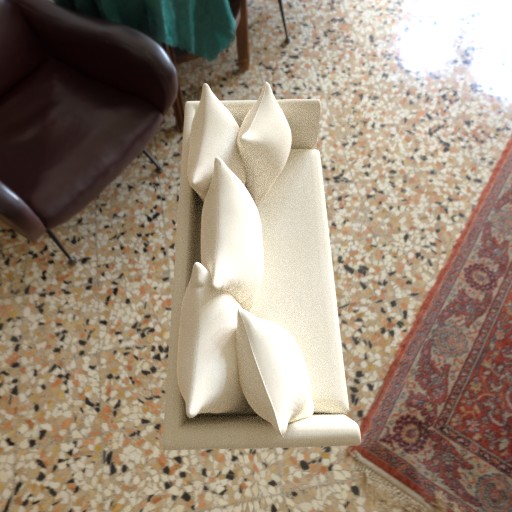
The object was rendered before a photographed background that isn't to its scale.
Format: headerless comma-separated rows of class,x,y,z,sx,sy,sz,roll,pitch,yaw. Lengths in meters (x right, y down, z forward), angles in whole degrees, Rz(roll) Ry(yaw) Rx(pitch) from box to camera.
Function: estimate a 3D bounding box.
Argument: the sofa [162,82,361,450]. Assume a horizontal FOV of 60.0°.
sofa,0.000,0.000,2.845,1.031,1.034,2.290,-1,63,-1
